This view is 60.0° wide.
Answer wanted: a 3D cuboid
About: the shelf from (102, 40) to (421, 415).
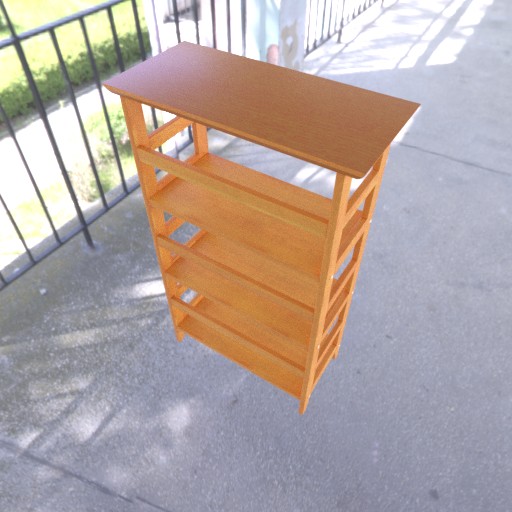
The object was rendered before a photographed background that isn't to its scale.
[{"bbox_3d":[0.000,0.000,1.387,0.660,1.067,0.305,25,51,22],"label":"shelf"}]
